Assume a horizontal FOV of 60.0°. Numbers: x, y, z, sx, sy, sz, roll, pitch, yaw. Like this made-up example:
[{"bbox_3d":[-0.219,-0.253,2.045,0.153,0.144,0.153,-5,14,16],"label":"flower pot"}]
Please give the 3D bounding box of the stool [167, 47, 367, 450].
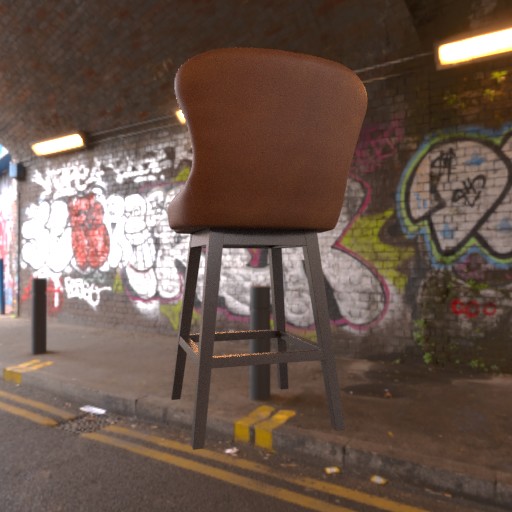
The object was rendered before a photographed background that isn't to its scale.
[{"bbox_3d":[0.000,0.000,1.316,0.528,0.971,0.593,0,-1,-18],"label":"stool"}]
